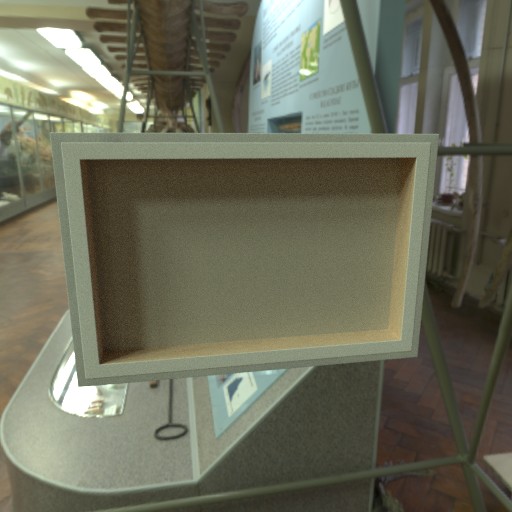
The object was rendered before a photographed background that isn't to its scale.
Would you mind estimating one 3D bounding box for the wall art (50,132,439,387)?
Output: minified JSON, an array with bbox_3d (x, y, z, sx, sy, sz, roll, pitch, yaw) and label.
[{"bbox_3d":[0.000,0.000,0.478,0.381,0.254,0.038,-3,14,-10],"label":"wall art"}]
